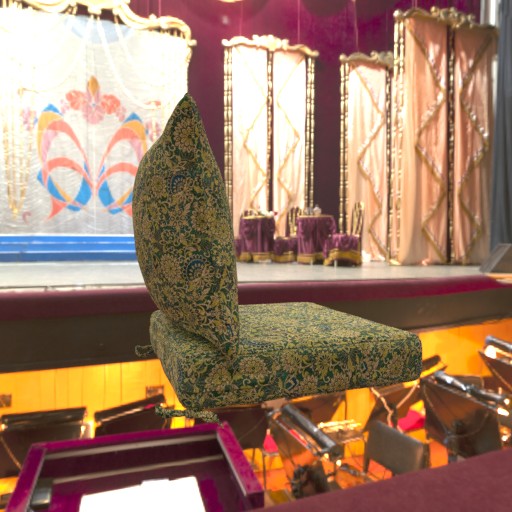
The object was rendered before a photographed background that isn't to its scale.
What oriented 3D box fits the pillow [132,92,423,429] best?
[{"bbox_3d":[0.000,0.000,1.379,0.740,0.722,0.798,-1,2,-19],"label":"pillow"}]
